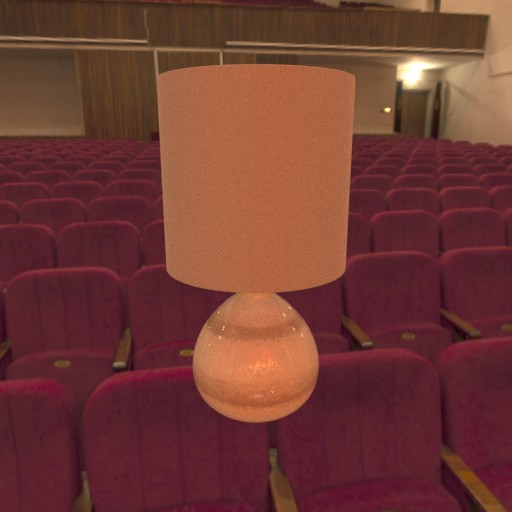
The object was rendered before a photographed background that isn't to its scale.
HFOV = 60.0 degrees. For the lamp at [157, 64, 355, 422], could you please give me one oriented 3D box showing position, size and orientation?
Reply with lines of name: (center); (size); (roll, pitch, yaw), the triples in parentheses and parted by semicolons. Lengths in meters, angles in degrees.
lamp: (0.000, 0.000, 0.544); (0.217, 0.404, 0.217); (-2, 15, -9)
